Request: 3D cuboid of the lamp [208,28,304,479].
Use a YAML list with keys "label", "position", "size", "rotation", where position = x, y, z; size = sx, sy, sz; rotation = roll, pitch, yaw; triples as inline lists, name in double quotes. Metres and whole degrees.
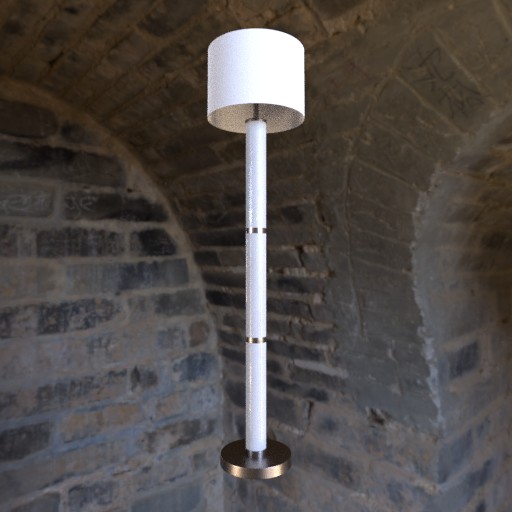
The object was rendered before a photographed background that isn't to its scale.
- label: "lamp"
  position: [0.000, 0.000, 1.730]
  size: [0.377, 1.599, 0.377]
  rotation: [0, 0, 0]
